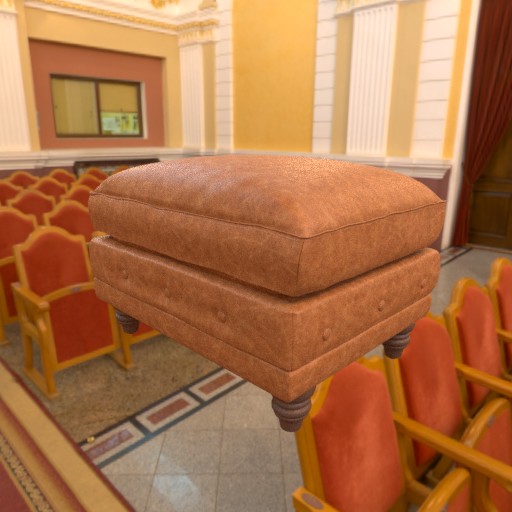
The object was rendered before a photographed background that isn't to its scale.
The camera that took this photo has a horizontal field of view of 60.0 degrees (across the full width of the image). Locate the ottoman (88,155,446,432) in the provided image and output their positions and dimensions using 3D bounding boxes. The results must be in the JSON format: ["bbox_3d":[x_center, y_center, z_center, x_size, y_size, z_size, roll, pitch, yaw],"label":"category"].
[{"bbox_3d":[0.000,0.000,1.089,0.710,0.480,0.533,15,22,43],"label":"ottoman"}]
